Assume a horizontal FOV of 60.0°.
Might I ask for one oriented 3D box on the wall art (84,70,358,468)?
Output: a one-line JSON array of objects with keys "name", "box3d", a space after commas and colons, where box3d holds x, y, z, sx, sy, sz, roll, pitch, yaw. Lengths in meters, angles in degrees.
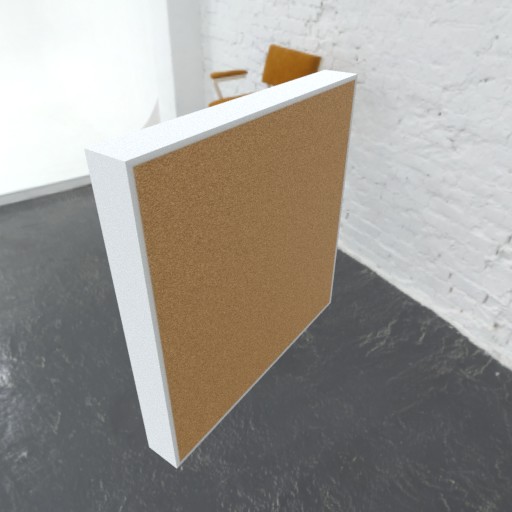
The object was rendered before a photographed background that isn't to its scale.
[{"name": "wall art", "box3d": [0.000, 0.000, 0.448, 0.038, 0.304, 0.305, 22, 39, 30]}]
